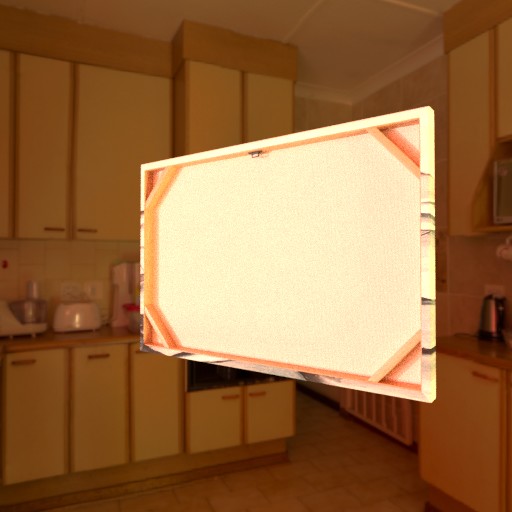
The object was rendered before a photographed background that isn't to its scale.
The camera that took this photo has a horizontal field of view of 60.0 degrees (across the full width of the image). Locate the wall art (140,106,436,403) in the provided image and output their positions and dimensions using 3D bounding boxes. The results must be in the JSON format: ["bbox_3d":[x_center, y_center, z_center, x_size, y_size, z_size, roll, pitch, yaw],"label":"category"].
[{"bbox_3d":[0.000,0.000,1.193,0.914,0.609,0.039,-1,-1,36],"label":"wall art"}]
